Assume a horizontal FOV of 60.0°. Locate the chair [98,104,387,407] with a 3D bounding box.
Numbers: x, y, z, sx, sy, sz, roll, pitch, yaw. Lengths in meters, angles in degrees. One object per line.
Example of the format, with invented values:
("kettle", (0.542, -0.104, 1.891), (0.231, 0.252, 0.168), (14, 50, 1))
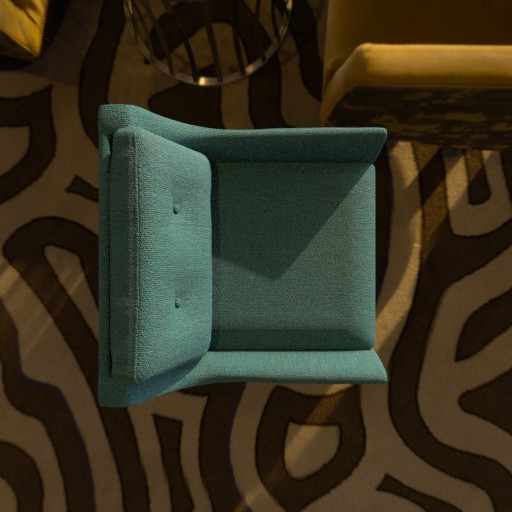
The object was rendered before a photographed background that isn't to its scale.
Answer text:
("chair", (0.000, 0.000, 1.524), (0.849, 0.828, 0.847), (0, 90, 0))
